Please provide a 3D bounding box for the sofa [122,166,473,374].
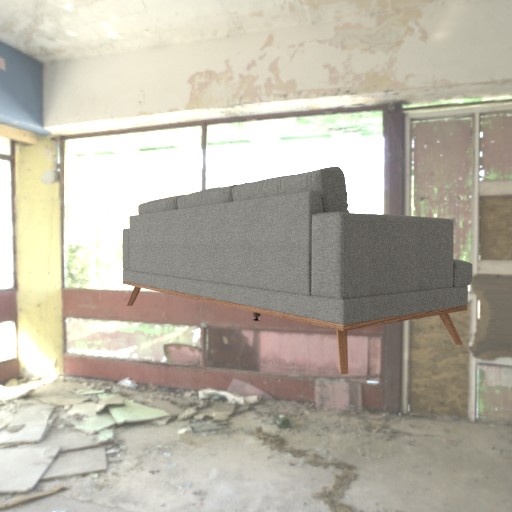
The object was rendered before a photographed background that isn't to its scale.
[{"bbox_3d":[0.000,0.000,2.785,0.920,0.810,2.310,-1,2,-36],"label":"sofa"}]
